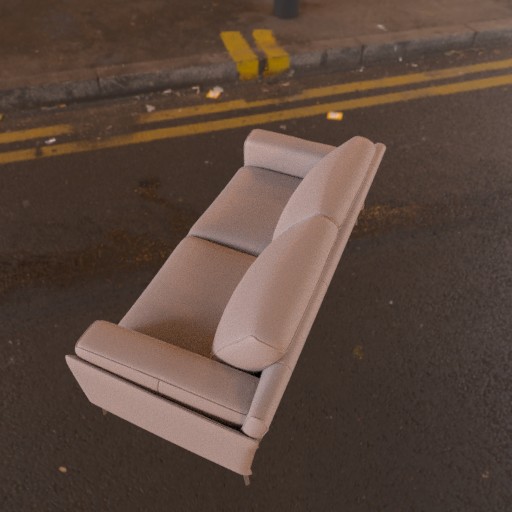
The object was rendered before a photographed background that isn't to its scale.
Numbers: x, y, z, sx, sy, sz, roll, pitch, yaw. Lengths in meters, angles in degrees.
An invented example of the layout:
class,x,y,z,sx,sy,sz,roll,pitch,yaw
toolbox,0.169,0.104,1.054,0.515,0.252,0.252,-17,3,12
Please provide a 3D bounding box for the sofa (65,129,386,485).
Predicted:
class,x,y,z,sx,sy,sz,roll,pitch,yaw
sofa,0.000,0.000,2.554,1.049,0.930,2.101,18,49,16
